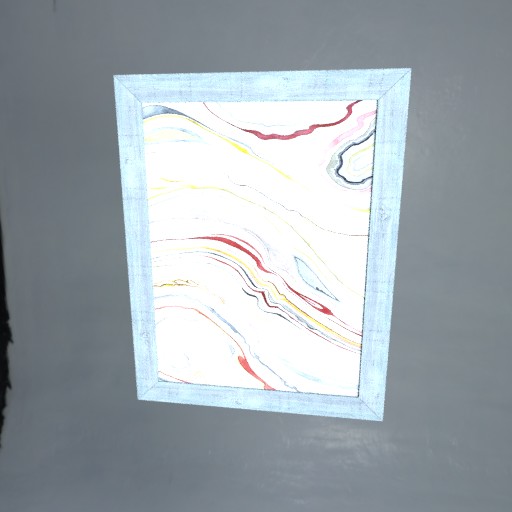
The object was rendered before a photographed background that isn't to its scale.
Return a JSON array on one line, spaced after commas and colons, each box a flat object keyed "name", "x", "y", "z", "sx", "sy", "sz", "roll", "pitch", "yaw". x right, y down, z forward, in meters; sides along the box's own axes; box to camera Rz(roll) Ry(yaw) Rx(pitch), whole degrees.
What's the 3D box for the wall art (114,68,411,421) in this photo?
[{"name": "wall art", "x": 0.000, "y": 0.000, "z": 0.795, "sx": 0.481, "sy": 0.613, "sz": 0.020, "roll": 2, "pitch": 15, "yaw": 8}]
